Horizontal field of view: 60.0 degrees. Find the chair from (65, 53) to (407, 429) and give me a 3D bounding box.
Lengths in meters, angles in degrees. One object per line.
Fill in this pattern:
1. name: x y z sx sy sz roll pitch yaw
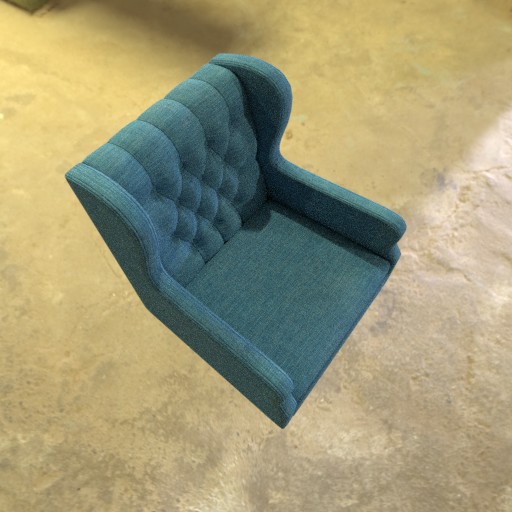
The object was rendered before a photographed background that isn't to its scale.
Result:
1. chair: 0.000 0.000 1.504 0.775 0.952 0.711 33 65 18
